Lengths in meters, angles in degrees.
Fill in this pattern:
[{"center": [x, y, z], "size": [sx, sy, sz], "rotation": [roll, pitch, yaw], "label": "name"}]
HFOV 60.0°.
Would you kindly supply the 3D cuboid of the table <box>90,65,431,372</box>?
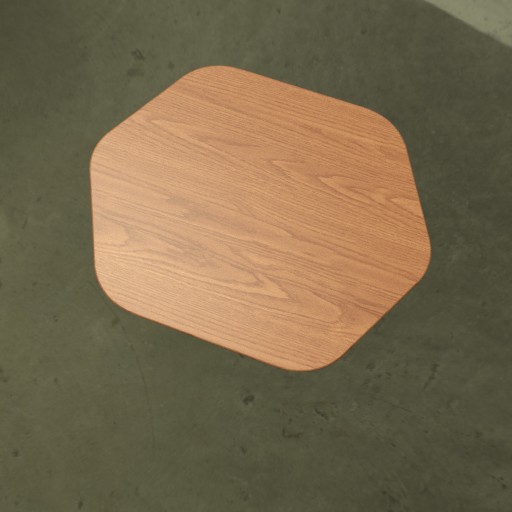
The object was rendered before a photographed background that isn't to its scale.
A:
[{"center": [0.000, 0.000, 0.891], "size": [0.500, 0.562, 0.400], "rotation": [19, 76, 5], "label": "table"}]
